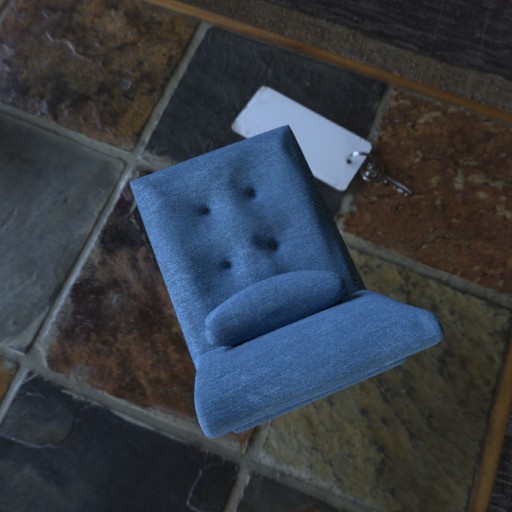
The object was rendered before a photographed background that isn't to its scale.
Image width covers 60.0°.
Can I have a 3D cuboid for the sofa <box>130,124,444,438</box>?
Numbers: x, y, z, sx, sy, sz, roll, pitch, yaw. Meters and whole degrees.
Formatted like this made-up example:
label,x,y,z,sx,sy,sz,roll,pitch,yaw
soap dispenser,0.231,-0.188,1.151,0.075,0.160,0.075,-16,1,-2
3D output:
label,x,y,z,sx,sy,sz,roll,pitch,yaw
sofa,0.000,0.000,1.572,0.700,0.820,1.000,-21,77,-5
